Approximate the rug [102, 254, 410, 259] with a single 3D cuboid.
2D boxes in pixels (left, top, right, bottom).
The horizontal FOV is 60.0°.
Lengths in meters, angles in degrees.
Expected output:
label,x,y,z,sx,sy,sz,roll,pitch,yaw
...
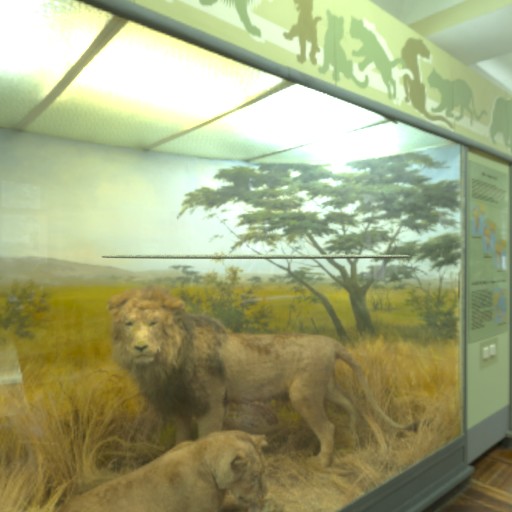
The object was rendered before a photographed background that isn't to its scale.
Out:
label,x,y,z,sx,sy,sz,roll,pitch,yaw
rug,0.000,0.000,2.420,1.593,0.012,1.593,0,0,0
